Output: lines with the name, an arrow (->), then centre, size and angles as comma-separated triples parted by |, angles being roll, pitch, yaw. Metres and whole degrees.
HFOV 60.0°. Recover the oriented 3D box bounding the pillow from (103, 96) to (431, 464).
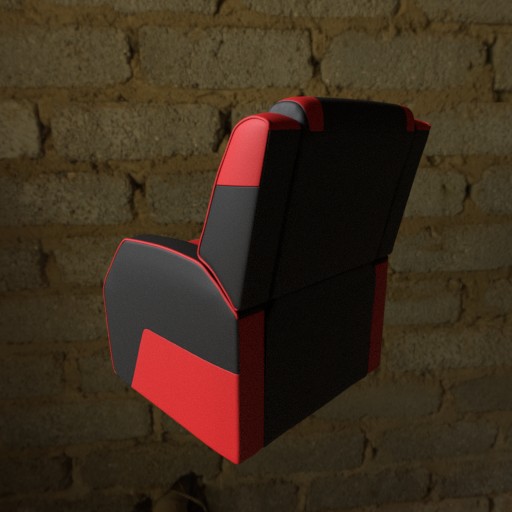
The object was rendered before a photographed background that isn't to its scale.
pillow -> 0.000, 0.000, 1.246 | 0.672, 0.805, 0.620 | 15, 22, 43
